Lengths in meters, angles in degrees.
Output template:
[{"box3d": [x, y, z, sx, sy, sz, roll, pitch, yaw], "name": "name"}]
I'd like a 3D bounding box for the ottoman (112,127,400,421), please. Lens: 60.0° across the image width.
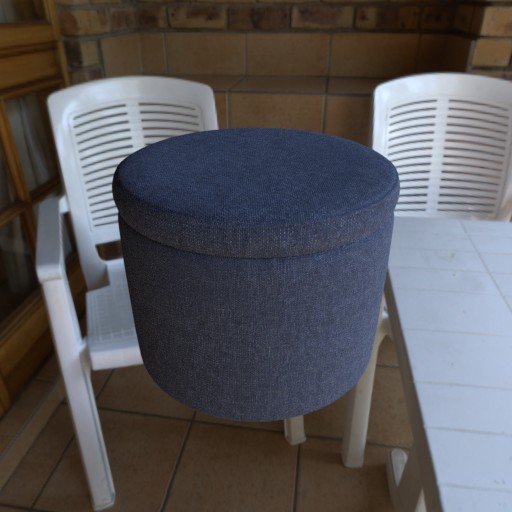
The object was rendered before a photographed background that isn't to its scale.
[{"box3d": [0.000, 0.000, 0.914, 0.520, 0.430, 0.520, 0, 30, 0], "name": "ottoman"}]
